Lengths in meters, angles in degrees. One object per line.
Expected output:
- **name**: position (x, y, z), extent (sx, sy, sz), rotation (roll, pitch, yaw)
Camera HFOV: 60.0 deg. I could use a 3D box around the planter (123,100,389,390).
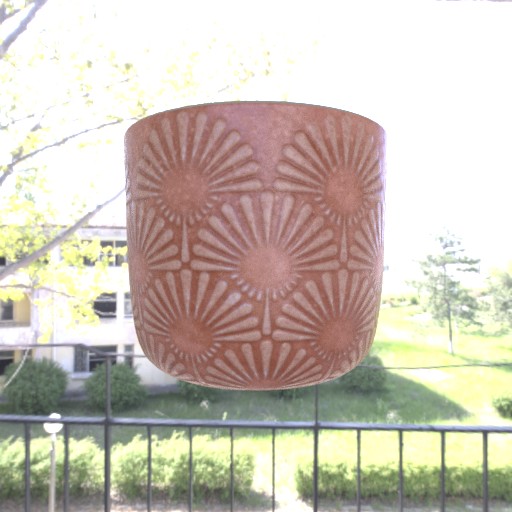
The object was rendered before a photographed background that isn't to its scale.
- **planter**: position (0.000, 0.000, 0.216), extent (0.124, 0.109, 0.124), rotation (0, 0, 0)
